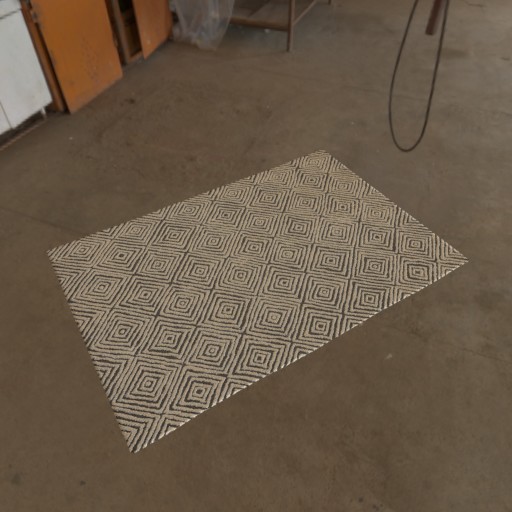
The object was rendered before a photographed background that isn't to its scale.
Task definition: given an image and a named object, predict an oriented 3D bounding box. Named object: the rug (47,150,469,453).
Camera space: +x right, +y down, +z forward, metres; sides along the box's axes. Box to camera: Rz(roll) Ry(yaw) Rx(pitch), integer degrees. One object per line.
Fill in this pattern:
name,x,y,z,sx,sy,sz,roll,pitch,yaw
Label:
rug,0.000,0.000,2.204,1.750,0.004,1.177,-24,51,-22
